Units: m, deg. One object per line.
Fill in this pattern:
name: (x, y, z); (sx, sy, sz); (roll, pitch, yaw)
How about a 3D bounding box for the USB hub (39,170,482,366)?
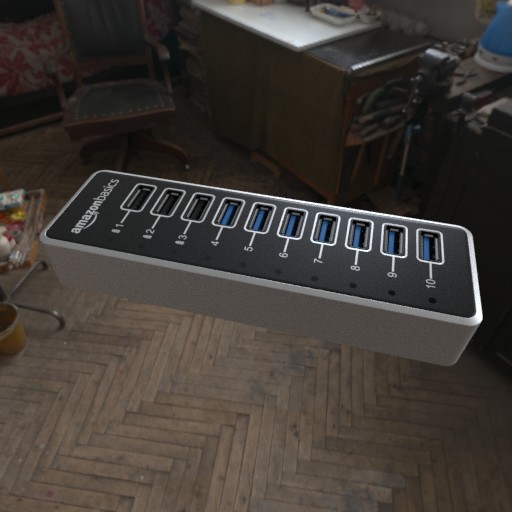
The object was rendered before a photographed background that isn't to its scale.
USB hub: (0.000, 0.000, 0.161); (0.145, 0.023, 0.044); (10, 47, 10)
